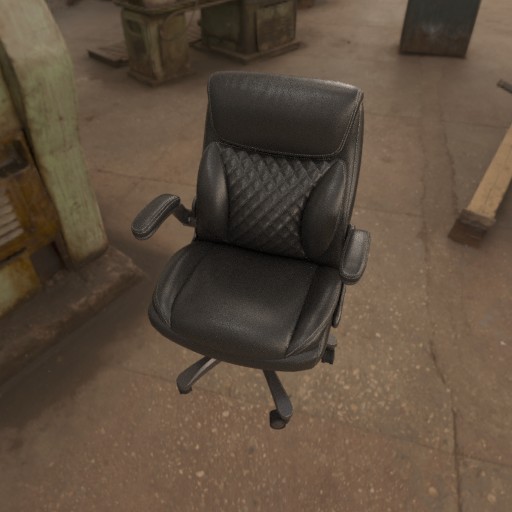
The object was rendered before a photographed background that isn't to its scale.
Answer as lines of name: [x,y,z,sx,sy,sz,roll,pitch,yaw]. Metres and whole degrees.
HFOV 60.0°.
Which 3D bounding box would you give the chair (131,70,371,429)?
chair: [0.000,0.000,1.632,0.782,1.110,0.724,12,42,13]
